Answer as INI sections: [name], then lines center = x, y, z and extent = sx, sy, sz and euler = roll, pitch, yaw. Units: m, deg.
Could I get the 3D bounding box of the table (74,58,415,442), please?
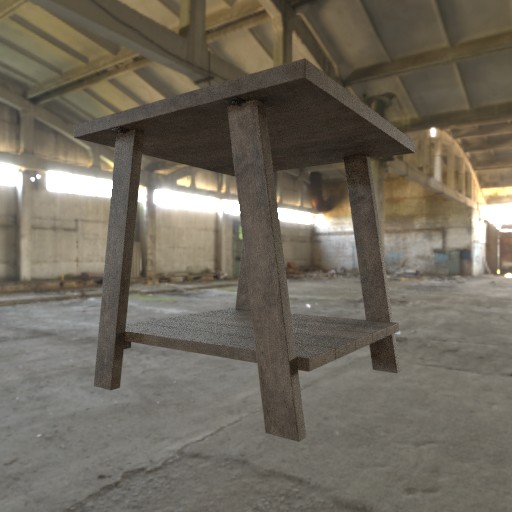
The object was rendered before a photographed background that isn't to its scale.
[table]
center = 0.000, 0.000, 1.106
extent = 0.610, 0.610, 0.610
euler = 0, 0, 35
